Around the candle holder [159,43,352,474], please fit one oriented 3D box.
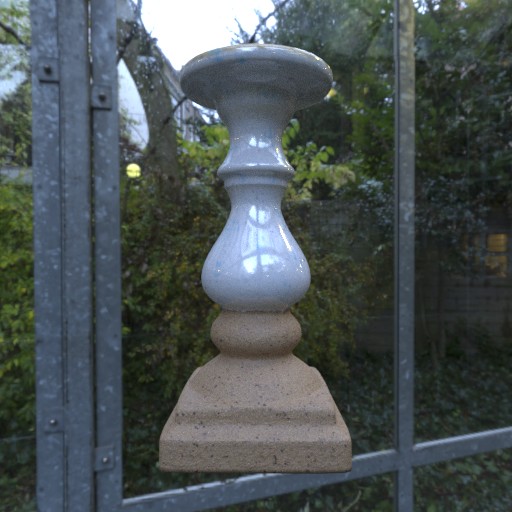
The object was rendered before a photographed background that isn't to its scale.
[{"bbox_3d":[0.000,0.000,0.298,0.110,0.239,0.110,0,0,0],"label":"candle holder"}]
